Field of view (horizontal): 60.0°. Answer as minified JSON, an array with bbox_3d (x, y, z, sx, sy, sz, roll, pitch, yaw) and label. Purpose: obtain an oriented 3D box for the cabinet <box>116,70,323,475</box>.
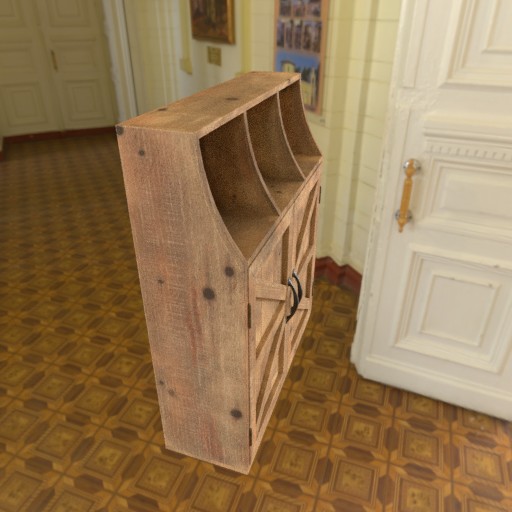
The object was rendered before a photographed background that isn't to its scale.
[{"bbox_3d":[0.000,0.000,0.846,0.184,0.590,0.489,10,32,16],"label":"cabinet"}]
